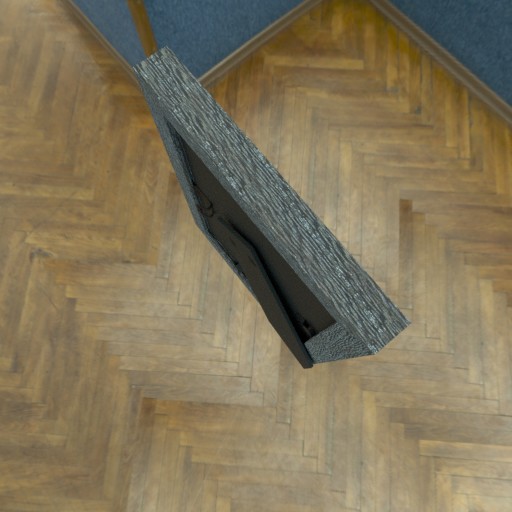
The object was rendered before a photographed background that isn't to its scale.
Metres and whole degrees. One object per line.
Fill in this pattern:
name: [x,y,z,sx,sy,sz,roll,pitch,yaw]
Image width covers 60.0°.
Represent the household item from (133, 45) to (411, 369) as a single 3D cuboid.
household item: [0.000,0.000,0.239,0.020,0.180,0.133,-38,78,-9]
